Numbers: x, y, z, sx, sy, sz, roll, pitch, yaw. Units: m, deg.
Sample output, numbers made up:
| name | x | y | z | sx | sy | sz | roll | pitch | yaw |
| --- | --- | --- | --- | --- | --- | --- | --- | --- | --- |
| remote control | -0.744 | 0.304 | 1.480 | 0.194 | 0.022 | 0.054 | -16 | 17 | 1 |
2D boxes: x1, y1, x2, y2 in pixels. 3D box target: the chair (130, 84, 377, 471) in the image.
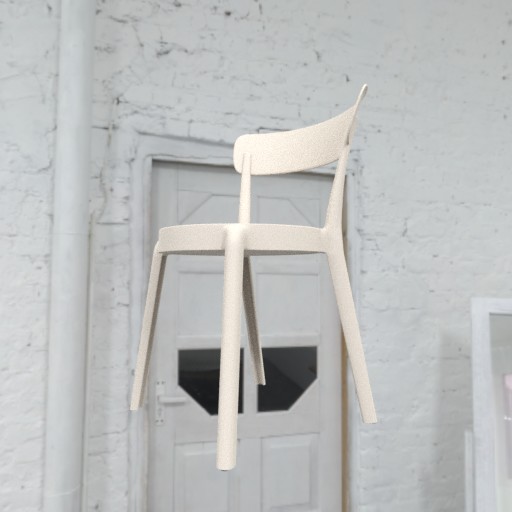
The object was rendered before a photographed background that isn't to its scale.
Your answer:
| name | x | y | z | sx | sy | sz | roll | pitch | yaw |
| --- | --- | --- | --- | --- | --- | --- | --- | --- | --- |
| chair | 0.000 | 0.000 | 1.124 | 0.491 | 0.790 | 0.506 | 1 | -2 | -37 |
